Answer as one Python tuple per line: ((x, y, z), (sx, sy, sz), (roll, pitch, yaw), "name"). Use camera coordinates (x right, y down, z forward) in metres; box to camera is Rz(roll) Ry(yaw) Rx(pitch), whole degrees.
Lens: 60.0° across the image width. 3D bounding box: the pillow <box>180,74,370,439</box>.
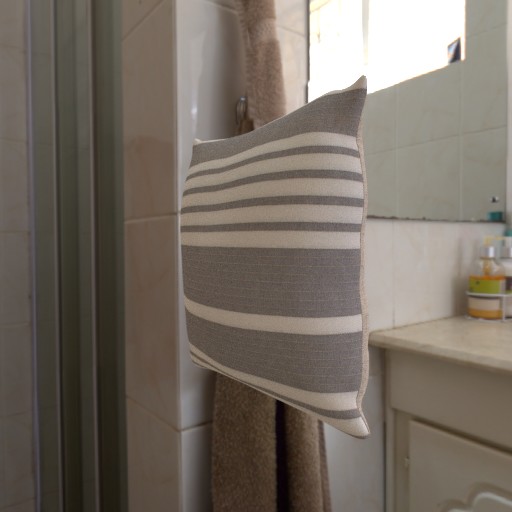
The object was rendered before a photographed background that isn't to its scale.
((0.000, 0.000, 0.689), (0.182, 0.440, 0.439), (-1, 2, -35), "pillow")
